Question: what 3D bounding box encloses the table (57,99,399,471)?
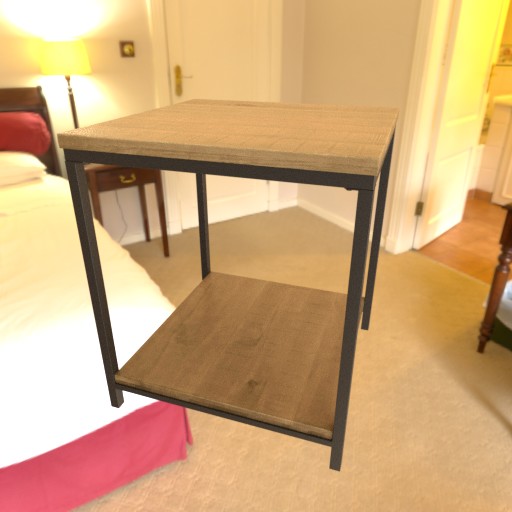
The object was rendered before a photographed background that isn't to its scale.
[{"bbox_3d":[0.000,0.000,0.983,0.507,0.589,0.503,9,27,17],"label":"table"}]
